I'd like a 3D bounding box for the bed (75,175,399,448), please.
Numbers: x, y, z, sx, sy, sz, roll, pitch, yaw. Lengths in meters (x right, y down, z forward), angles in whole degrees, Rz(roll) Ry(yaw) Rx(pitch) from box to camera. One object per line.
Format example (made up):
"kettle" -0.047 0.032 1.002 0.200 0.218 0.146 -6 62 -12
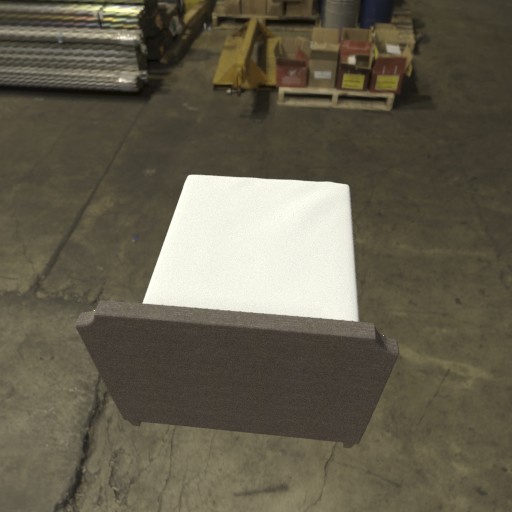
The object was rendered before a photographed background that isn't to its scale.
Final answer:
"bed" 0.000 0.000 3.558 1.713 1.457 2.381 4 46 4
